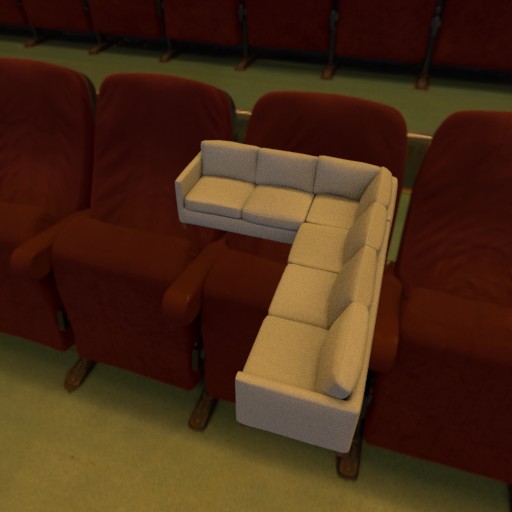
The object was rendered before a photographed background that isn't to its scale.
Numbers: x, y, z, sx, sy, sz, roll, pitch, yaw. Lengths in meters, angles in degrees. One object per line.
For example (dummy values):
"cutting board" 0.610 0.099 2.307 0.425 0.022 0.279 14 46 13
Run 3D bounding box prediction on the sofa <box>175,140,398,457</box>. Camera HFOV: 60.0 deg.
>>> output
"sofa" 0.000 0.000 4.626 2.592 0.947 3.301 12 42 14
